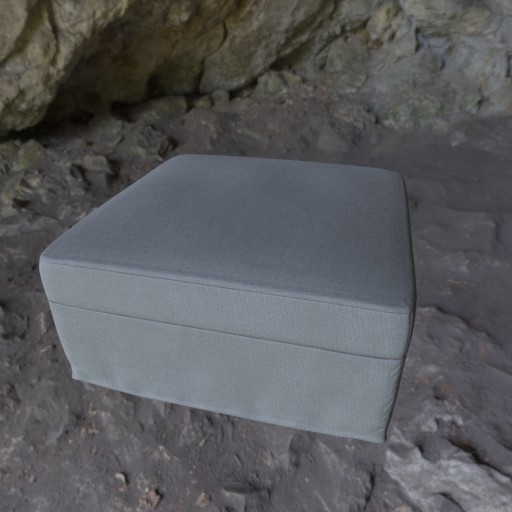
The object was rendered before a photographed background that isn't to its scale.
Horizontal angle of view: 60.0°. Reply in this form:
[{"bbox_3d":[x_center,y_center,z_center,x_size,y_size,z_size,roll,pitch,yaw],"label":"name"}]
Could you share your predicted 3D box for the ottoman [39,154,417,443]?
[{"bbox_3d":[0.000,0.000,1.327,0.843,0.441,0.842,7,30,13],"label":"ottoman"}]
